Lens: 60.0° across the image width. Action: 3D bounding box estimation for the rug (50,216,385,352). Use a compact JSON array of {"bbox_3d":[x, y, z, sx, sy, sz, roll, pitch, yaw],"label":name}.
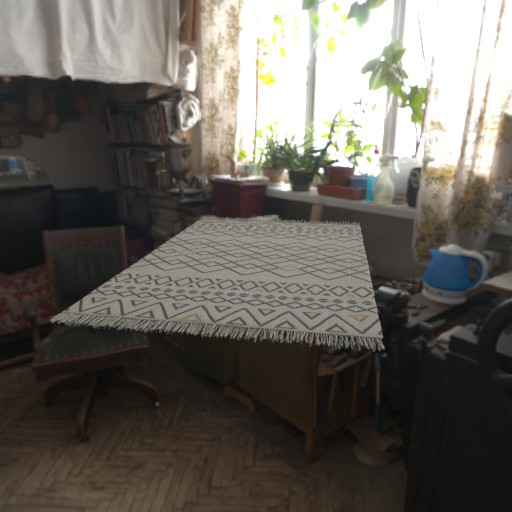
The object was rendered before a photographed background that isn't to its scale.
[{"bbox_3d":[0.000,0.000,3.050,1.495,0.035,2.472,3,17,10],"label":"rug"}]
